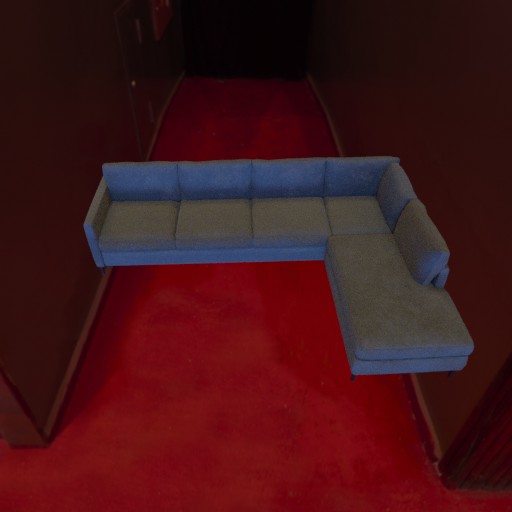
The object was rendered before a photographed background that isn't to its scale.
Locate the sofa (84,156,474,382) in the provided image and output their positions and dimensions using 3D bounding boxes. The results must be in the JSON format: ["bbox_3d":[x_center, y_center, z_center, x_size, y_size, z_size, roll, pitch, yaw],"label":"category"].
[{"bbox_3d":[0.000,0.000,3.144,2.486,0.687,1.707,-2,42,-2],"label":"sofa"}]
